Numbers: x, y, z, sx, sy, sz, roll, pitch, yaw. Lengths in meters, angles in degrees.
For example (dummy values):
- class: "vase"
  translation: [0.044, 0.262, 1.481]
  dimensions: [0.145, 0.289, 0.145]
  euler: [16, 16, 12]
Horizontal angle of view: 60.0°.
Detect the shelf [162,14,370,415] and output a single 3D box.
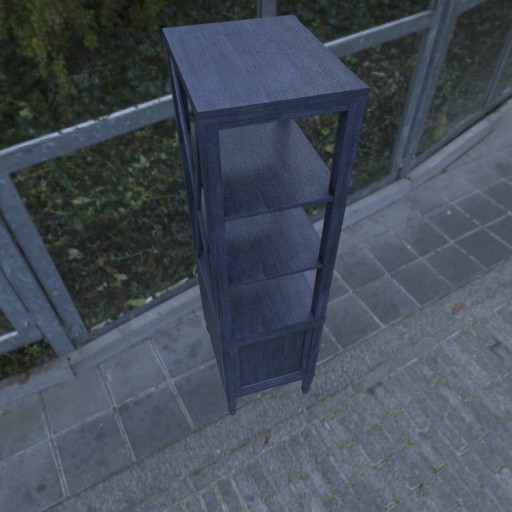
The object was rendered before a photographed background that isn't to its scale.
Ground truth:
- class: "shelf"
  translation: [0.000, 0.000, 1.939]
  dimensions: [0.472, 1.727, 0.584]
  euler: [-12, 47, -12]
